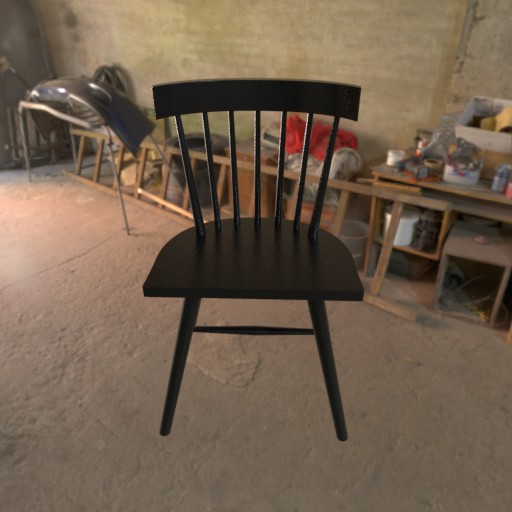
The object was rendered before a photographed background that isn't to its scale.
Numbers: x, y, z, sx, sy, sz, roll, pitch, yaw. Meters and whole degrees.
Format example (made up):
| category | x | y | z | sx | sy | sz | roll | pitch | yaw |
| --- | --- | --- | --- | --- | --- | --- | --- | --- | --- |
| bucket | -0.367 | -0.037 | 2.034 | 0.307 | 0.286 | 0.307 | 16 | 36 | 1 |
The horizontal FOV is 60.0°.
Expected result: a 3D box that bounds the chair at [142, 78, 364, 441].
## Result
| category | x | y | z | sx | sy | sz | roll | pitch | yaw |
| --- | --- | --- | --- | --- | --- | --- | --- | --- | --- |
| chair | 0.000 | 0.000 | 1.172 | 0.506 | 0.844 | 0.483 | 1 | 30 | 2 |
